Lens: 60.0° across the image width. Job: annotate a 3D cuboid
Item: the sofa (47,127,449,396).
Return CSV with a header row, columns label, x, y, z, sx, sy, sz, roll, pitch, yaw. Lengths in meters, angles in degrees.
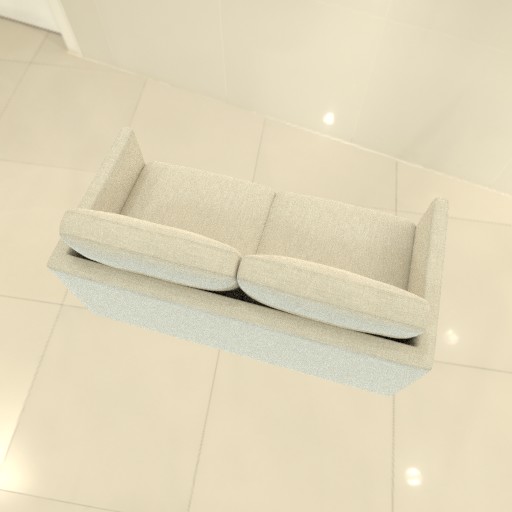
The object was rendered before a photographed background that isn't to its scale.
label,x,y,z,sx,sy,sz,roll,pitch,yaw
sofa,0.000,0.000,2.439,1.838,0.963,0.950,14,64,7
